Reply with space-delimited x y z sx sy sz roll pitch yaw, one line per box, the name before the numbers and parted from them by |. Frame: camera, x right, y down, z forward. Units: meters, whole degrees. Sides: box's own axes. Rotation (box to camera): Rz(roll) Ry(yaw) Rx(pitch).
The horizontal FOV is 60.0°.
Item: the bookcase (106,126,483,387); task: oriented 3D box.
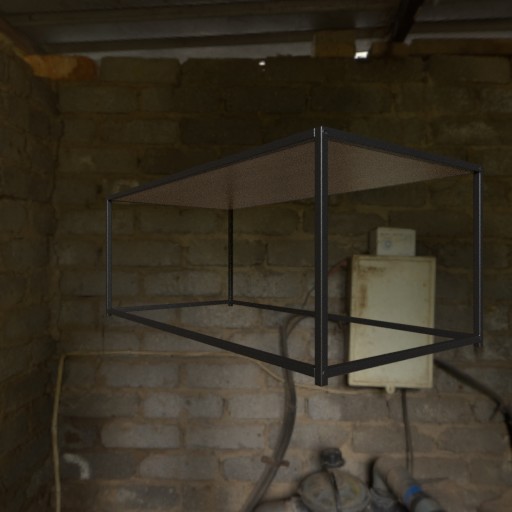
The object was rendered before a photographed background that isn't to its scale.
bookcase | 0.000 0.000 1.224 0.500 0.400 1.000 0 0 -37
